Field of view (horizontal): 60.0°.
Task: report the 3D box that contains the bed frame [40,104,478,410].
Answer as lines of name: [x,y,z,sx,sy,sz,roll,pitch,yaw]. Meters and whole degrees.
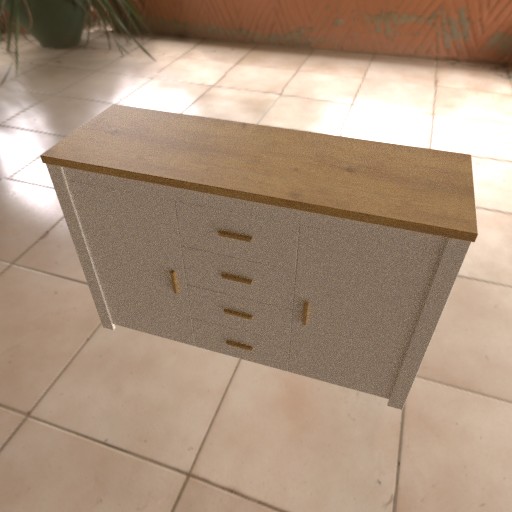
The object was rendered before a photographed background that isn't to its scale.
bed frame: [0.000,0.000,1.684,1.300,0.850,0.430,12,43,13]
